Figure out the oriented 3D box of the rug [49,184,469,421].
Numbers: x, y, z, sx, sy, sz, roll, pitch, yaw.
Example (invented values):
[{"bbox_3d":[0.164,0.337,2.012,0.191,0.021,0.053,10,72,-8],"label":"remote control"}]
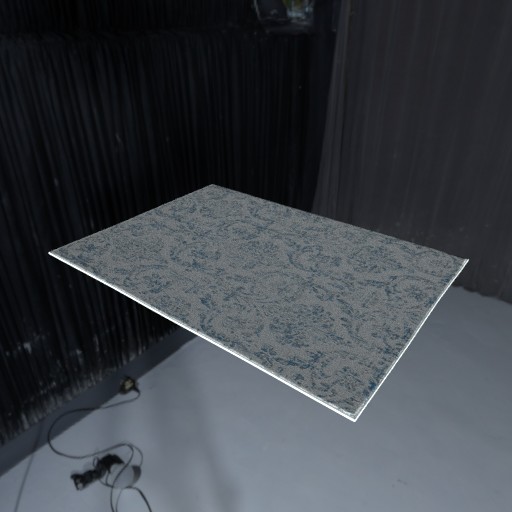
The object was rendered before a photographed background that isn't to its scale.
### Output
[{"bbox_3d":[0.000,0.000,2.856,2.197,0.014,1.586,21,36,32],"label":"rug"}]
